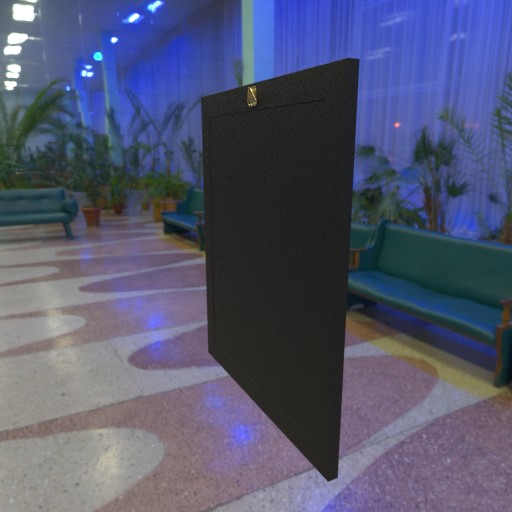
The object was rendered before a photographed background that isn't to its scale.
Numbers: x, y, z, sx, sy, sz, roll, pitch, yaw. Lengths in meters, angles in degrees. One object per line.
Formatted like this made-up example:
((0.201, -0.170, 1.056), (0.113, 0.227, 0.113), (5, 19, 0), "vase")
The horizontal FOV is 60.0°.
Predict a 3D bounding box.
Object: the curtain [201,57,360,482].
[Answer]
((0.000, 0.000, 0.799), (0.027, 0.585, 0.483), (-7, 16, -27), "curtain")
